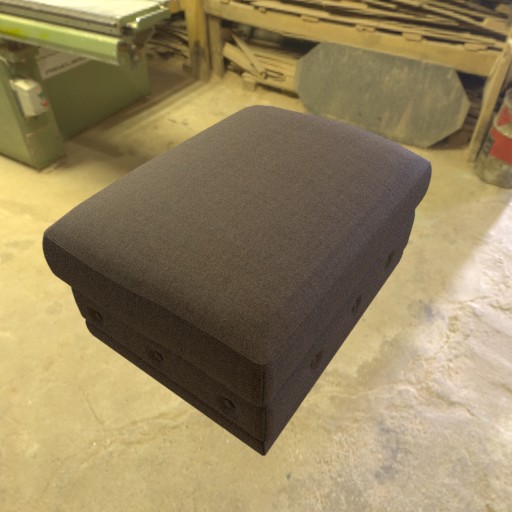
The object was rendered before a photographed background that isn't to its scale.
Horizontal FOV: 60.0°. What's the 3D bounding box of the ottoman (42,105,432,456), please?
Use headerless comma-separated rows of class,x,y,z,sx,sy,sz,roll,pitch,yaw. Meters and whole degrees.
ottoman,0.000,0.000,1.175,0.599,0.555,0.809,26,48,26
